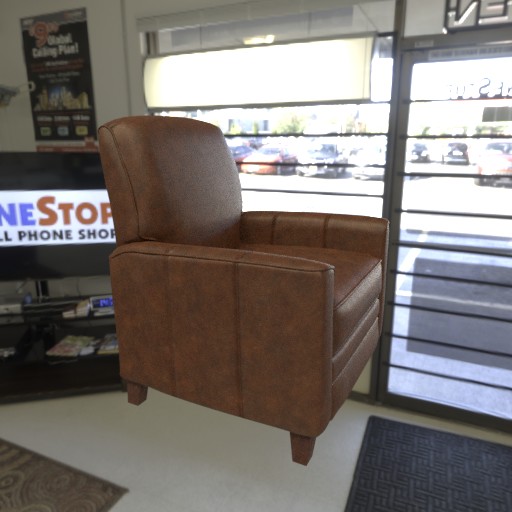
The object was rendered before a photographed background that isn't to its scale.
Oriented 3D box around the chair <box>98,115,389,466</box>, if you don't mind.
[{"bbox_3d":[0.000,0.000,1.648,0.850,1.010,0.839,8,17,27],"label":"chair"}]
